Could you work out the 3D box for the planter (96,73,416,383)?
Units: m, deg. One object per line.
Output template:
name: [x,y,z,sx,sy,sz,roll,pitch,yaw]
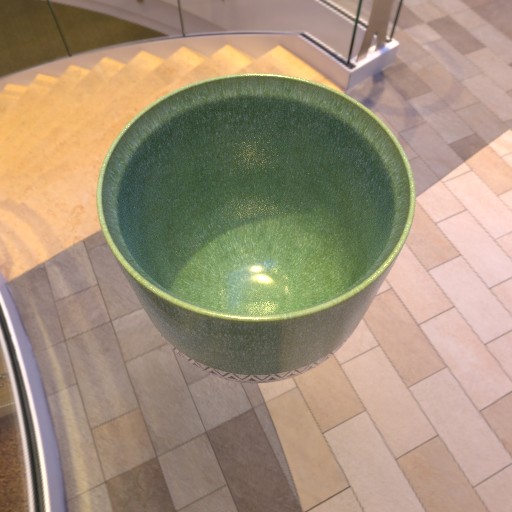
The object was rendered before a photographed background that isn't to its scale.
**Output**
planter: [0.000,0.000,0.489,0.266,0.270,0.266,0,59,0]
